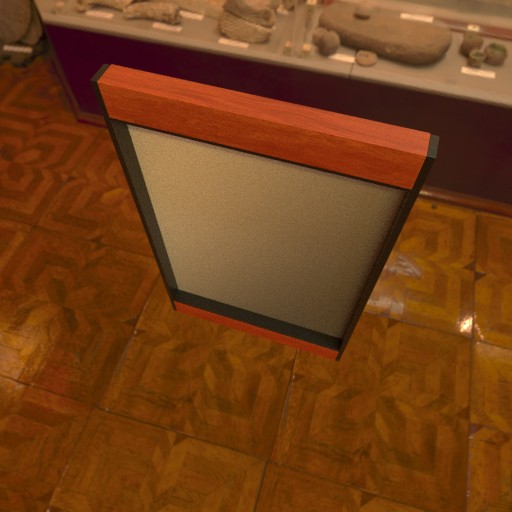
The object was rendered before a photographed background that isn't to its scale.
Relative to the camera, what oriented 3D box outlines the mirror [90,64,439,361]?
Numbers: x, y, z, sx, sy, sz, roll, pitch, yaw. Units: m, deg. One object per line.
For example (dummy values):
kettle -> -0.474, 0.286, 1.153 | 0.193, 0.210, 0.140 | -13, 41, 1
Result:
mirror -> 0.000, 0.000, 0.999 | 0.525, 0.823, 0.047 | 16, 59, 10
